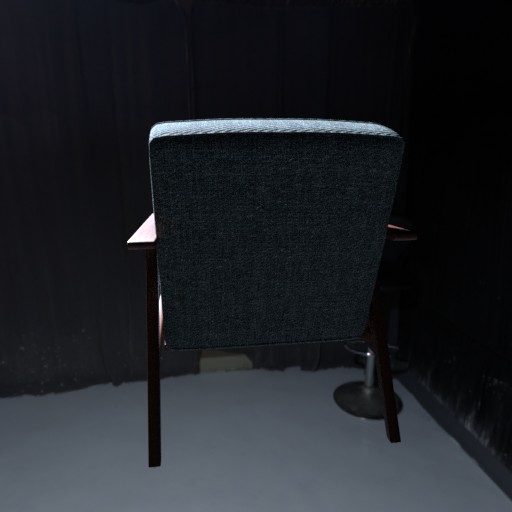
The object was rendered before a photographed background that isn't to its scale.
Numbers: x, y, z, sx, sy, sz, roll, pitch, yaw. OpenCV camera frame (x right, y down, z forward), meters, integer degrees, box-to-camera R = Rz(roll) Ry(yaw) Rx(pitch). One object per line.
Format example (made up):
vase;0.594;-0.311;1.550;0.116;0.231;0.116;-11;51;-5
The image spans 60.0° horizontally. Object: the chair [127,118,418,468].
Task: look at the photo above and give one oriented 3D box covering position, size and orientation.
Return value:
chair;0.000;0.000;1.493;0.719;0.864;0.889;-2;15;-8
